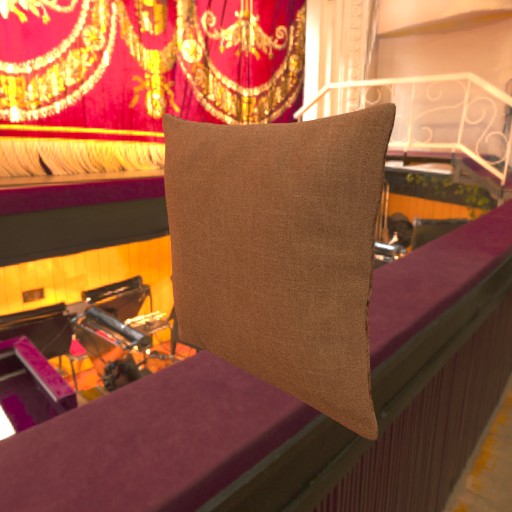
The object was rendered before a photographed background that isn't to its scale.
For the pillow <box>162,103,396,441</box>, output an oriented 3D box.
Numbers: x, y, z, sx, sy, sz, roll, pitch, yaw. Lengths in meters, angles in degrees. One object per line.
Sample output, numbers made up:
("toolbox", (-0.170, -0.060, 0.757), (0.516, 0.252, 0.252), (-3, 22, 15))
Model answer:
("pillow", (0.000, 0.000, 0.803), (0.523, 0.506, 0.166), (15, 21, 43))
